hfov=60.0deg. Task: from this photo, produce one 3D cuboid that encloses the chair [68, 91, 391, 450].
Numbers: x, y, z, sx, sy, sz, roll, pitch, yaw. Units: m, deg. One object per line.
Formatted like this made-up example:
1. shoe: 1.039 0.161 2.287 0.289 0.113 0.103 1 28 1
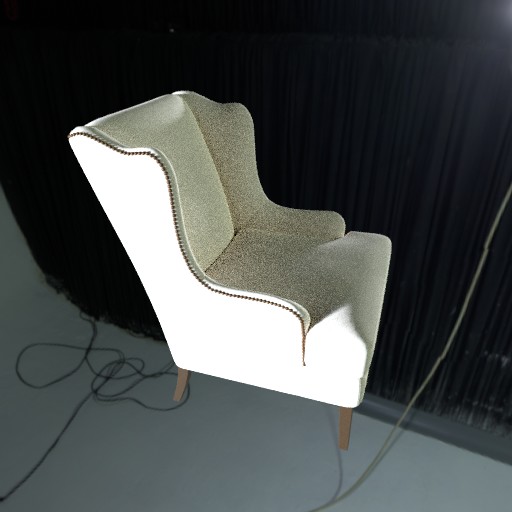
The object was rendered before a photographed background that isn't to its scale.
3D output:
1. chair: 0.000 0.000 1.636 0.940 1.029 0.737 10 32 17
